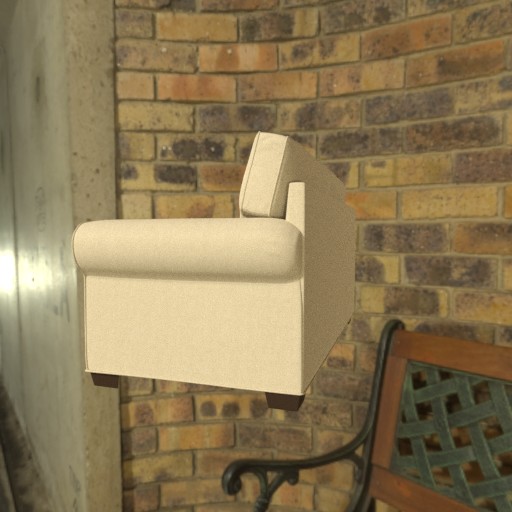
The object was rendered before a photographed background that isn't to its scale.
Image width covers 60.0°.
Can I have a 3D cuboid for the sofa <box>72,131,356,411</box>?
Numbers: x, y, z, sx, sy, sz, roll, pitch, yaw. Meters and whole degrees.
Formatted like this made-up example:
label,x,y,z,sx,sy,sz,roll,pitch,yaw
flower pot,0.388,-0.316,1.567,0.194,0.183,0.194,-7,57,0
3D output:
label,x,y,z,sx,sy,sz,roll,pitch,yaw
sofa,0.000,0.000,2.304,0.861,0.933,1.774,1,3,18
